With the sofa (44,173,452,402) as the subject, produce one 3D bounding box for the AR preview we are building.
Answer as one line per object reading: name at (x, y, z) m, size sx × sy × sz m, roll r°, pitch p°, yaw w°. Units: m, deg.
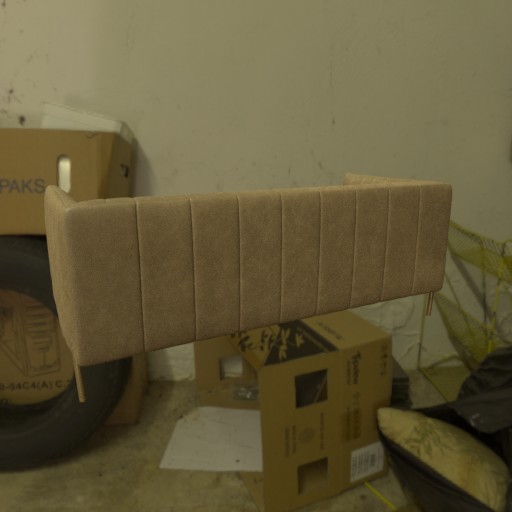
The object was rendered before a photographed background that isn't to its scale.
sofa at (0.000, 0.000, 2.359) m, size 1.980 × 0.779 × 0.876 m, roll -7°, pitch 16°, yaw -27°
